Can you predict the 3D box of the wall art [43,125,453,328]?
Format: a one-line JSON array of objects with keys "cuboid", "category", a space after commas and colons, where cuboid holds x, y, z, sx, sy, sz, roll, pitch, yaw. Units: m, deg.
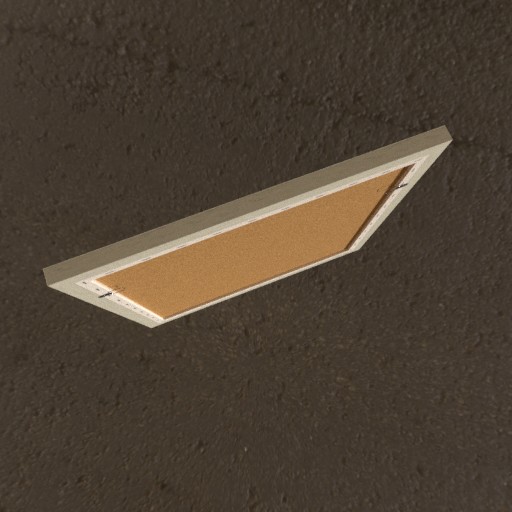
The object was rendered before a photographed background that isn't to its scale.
[{"cuboid": [0.000, 0.000, 1.535, 1.016, 1.016, 0.045, -20, 76, -5], "category": "wall art"}]
